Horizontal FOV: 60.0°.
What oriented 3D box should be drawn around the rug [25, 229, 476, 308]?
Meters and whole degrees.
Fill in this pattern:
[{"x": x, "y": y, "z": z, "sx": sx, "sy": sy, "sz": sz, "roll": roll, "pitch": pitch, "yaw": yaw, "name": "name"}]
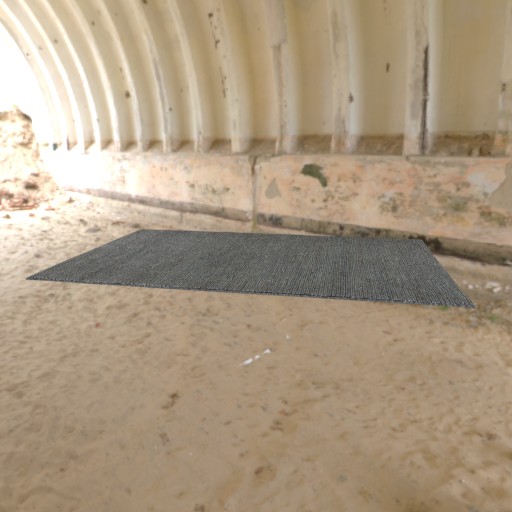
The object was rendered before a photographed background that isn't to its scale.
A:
[{"x": 0.000, "y": 0.000, "z": 3.075, "sx": 2.443, "sy": 0.021, "sz": 1.538, "roll": 3, "pitch": 14, "yaw": 10, "name": "rug"}]
